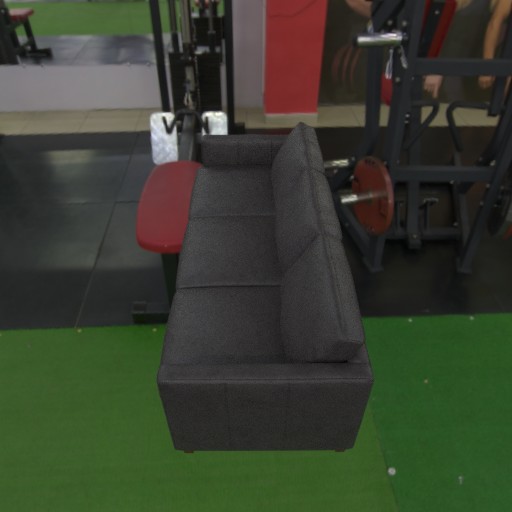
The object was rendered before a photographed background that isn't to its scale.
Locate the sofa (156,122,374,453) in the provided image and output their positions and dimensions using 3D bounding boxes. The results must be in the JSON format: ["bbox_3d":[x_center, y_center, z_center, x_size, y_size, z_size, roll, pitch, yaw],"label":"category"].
[{"bbox_3d":[0.000,0.000,3.076,1.045,1.006,2.464,0,41,0],"label":"sofa"}]
